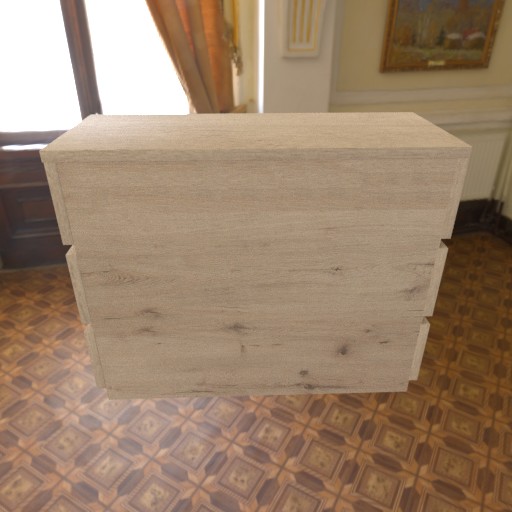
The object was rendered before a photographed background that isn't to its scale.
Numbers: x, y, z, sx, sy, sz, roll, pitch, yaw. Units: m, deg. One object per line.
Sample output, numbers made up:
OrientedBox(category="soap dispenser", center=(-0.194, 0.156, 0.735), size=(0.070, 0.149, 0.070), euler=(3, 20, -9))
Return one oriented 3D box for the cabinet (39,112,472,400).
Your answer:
OrientedBox(category="cabinet", center=(0.000, 0.000, 1.444), size=(1.040, 0.820, 0.420), euler=(-1, 29, -2))
